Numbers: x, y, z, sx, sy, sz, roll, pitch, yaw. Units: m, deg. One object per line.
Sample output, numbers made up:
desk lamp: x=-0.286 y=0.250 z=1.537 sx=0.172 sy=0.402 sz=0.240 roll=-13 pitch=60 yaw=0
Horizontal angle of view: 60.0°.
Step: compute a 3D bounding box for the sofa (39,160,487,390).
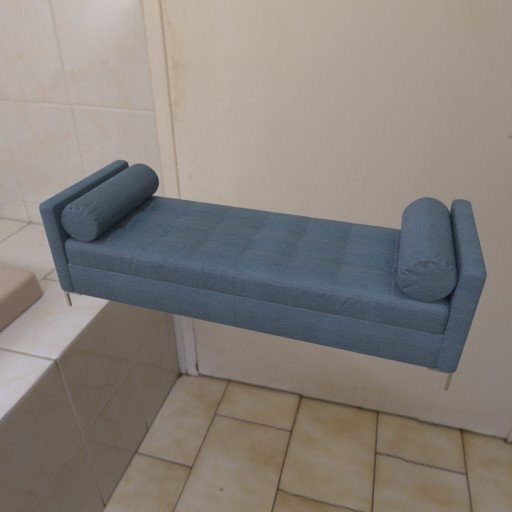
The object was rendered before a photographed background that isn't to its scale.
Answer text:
sofa: x=0.000 y=0.000 z=2.290 sx=1.981 sy=0.635 sz=0.686 roll=9 pitch=33 yaw=15
